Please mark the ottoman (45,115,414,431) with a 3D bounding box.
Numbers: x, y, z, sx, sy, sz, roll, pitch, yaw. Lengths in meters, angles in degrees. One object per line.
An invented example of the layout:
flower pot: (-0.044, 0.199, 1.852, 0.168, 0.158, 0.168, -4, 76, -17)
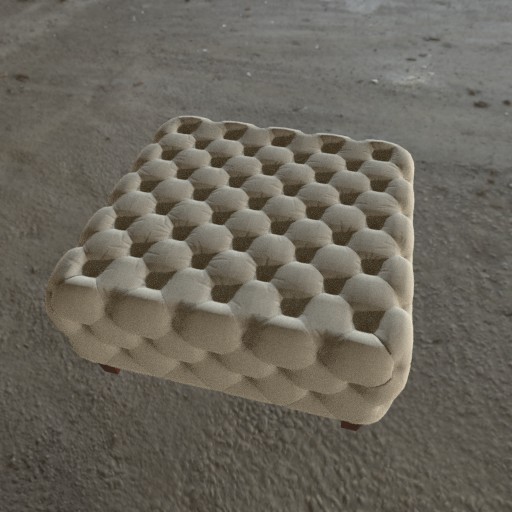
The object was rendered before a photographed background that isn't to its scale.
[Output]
ottoman: (0.000, 0.000, 1.187, 0.753, 0.376, 0.755, 10, 48, 9)
